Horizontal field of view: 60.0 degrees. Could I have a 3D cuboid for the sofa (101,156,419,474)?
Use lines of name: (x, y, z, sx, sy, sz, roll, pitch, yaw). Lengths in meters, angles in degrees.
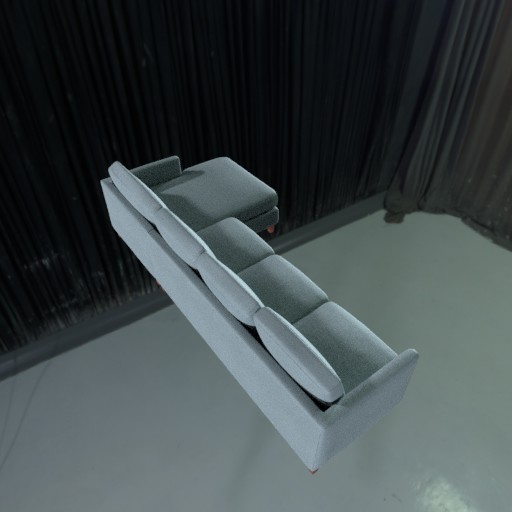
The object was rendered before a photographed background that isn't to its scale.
sofa: (0.000, 0.000, 4.171, 1.604, 0.950, 3.471, -26, 48, -26)
